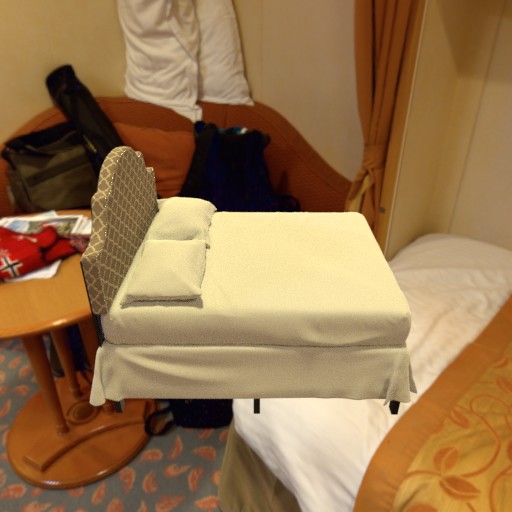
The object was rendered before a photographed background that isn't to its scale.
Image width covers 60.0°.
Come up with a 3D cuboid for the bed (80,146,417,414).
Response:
[{"bbox_3d":[0.000,0.000,3.389,2.222,1.633,1.780,0,30,0],"label":"bed"}]
